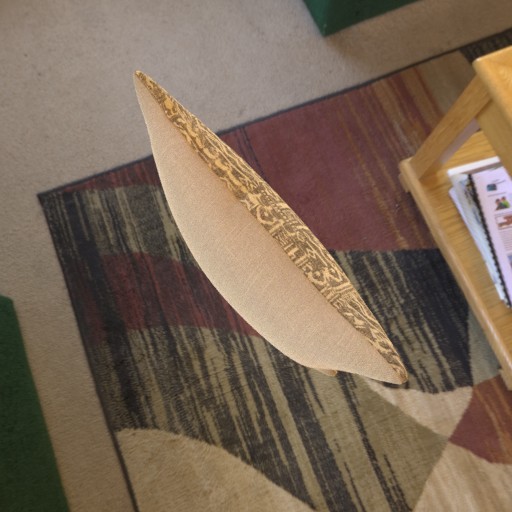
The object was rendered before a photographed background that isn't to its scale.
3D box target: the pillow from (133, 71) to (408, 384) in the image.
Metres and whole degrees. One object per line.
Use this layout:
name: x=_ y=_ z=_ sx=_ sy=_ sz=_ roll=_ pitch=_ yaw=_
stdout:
pillow: x=0.000 y=0.000 z=0.792 sx=0.180 sy=0.487 sz=0.546 roll=-39 pitch=79 yaw=-9
